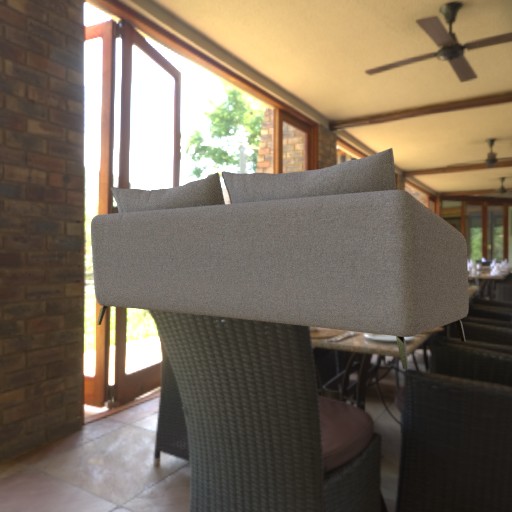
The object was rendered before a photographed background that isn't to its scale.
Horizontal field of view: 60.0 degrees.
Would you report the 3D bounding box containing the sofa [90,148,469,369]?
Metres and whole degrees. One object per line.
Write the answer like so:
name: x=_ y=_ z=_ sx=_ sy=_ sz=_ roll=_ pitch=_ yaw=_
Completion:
sofa: x=0.000 y=0.000 z=2.432 sx=2.022 sy=0.833 sz=0.809 roll=0 pitch=0 yaw=35
